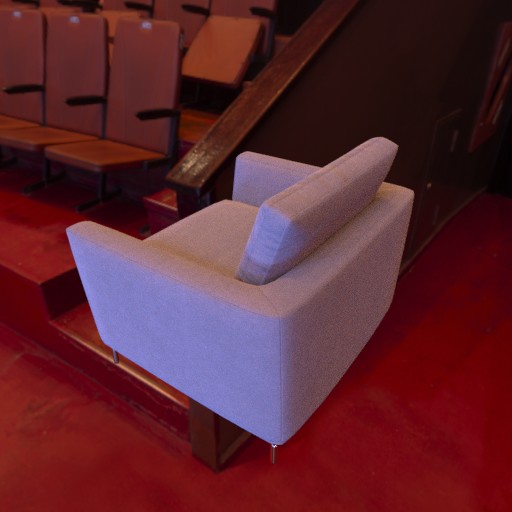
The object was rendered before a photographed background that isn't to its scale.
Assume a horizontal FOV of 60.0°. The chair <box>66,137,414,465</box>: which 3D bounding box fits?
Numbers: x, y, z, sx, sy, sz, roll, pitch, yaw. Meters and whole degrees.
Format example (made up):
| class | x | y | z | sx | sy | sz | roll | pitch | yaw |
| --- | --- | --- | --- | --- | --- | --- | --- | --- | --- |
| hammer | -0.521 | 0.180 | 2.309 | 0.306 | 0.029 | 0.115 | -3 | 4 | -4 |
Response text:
| class | x | y | z | sx | sy | sz | roll | pitch | yaw |
| --- | --- | --- | --- | --- | --- | --- | --- | --- | --- |
| chair | 0.000 | 0.000 | 1.716 | 0.889 | 0.864 | 1.041 | 20 | 36 | 30 |
